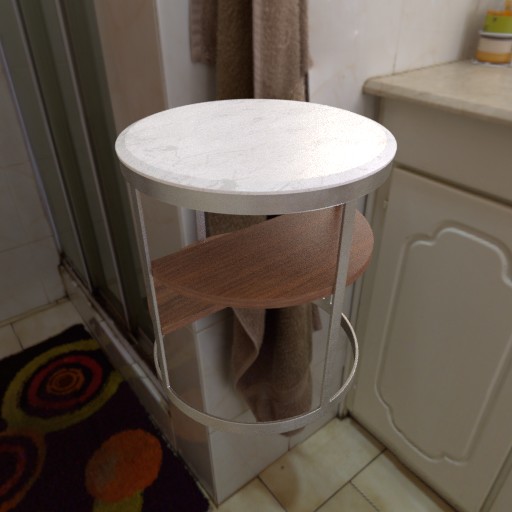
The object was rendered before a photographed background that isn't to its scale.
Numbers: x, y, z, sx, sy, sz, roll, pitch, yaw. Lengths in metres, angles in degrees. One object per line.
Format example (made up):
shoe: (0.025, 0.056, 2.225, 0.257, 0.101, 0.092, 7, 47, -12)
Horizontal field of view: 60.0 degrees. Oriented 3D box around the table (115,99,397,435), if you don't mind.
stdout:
table: (0.000, 0.000, 0.781, 0.407, 0.447, 0.407, 0, 33, 0)
